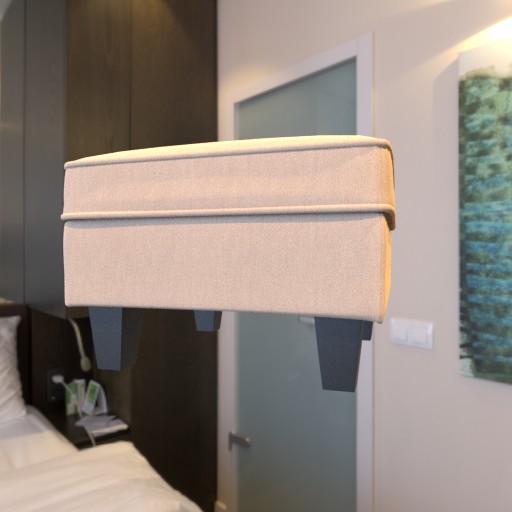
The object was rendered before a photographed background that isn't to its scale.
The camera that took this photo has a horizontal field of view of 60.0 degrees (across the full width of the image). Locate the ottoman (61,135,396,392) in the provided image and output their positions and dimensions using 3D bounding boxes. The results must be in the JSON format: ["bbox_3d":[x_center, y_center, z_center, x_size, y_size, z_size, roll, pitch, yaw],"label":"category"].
[{"bbox_3d":[0.000,0.000,1.025,0.616,0.438,0.613,0,0,18],"label":"ottoman"}]
